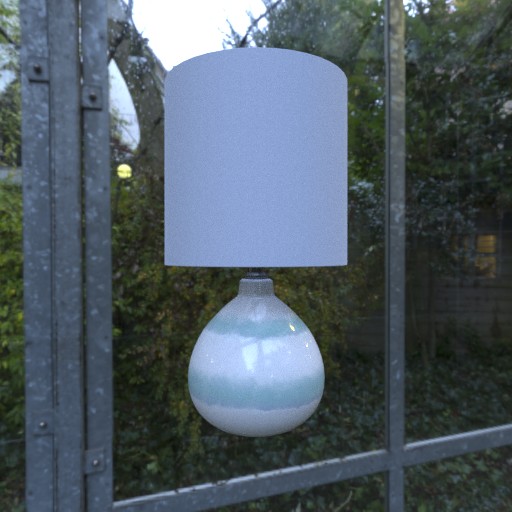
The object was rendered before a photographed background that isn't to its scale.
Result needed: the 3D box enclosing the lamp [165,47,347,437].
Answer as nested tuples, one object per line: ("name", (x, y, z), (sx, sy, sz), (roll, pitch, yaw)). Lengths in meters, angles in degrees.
("lamp", (0.000, 0.000, 0.536), (0.217, 0.404, 0.217), (0, 0, -1))
